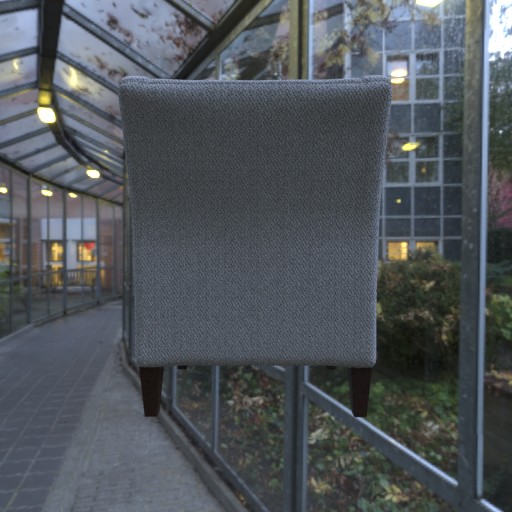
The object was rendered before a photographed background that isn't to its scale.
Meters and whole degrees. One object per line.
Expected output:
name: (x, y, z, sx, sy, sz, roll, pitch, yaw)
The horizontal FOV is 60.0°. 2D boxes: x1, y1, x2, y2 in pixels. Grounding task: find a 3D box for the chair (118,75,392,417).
chair: (0.000, 0.000, 1.630, 0.774, 1.014, 0.870, 0, 0, 0)
